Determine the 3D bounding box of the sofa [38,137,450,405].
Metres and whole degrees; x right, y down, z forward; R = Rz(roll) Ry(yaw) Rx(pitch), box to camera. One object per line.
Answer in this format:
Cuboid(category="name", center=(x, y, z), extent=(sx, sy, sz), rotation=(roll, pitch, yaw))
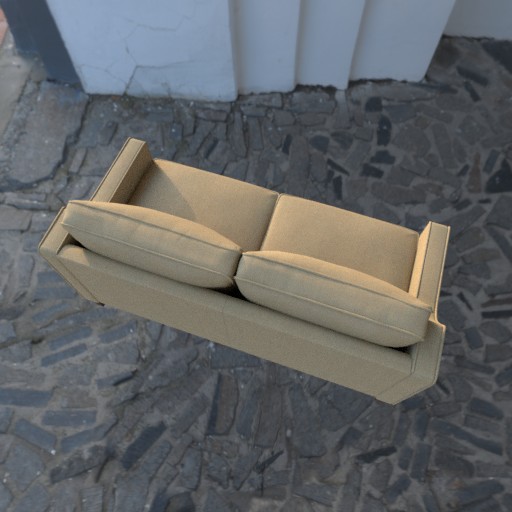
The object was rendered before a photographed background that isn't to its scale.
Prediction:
Cuboid(category="sofa", center=(0.000, 0.000, 2.800), extent=(2.178, 1.071, 1.066), rotation=(17, 65, 8))
